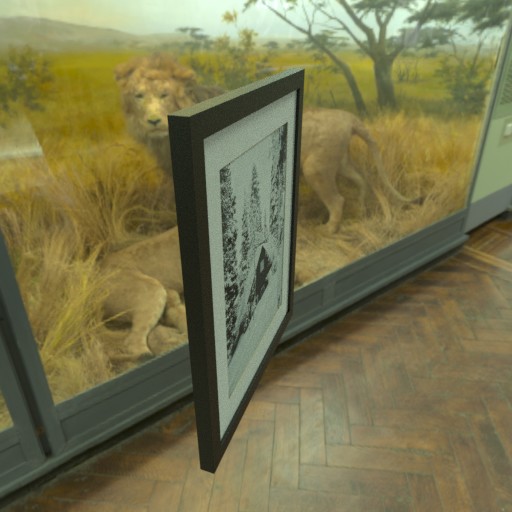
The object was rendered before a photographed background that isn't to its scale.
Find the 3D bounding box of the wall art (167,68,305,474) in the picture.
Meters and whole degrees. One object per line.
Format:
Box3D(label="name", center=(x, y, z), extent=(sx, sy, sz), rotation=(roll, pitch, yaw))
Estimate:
Box3D(label="wall art", center=(0.000, 0.000, 0.547), extent=(0.018, 0.397, 0.325), rotation=(10, 30, 18))
